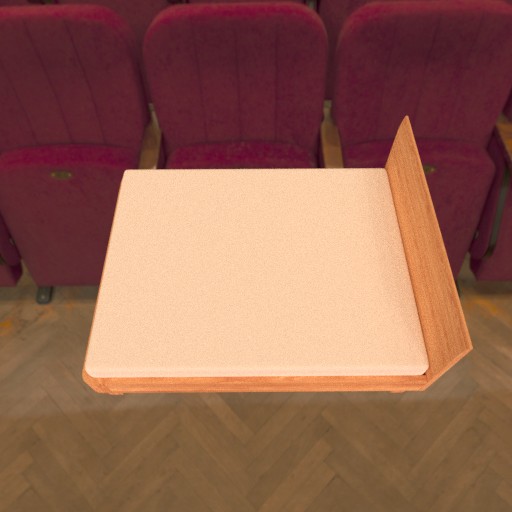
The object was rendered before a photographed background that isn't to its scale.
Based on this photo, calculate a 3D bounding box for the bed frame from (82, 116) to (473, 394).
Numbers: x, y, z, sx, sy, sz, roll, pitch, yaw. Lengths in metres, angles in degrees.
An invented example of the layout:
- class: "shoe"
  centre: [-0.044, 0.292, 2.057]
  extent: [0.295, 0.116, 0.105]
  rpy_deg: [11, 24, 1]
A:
- class: "bed frame"
  centre: [0.000, 0.000, 2.979]
  extent: [2.092, 0.940, 1.660]
  rpy_deg: [0, 58, 0]
